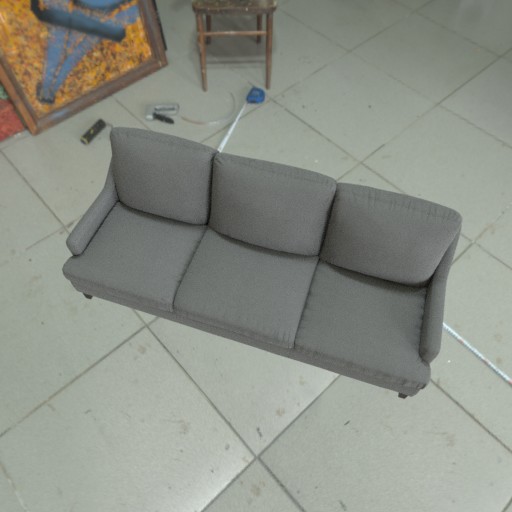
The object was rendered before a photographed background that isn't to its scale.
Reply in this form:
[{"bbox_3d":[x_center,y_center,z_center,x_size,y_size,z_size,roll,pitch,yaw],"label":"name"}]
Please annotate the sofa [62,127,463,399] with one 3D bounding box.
[{"bbox_3d":[0.000,0.000,2.833,2.344,0.926,0.987,16,59,10],"label":"sofa"}]
